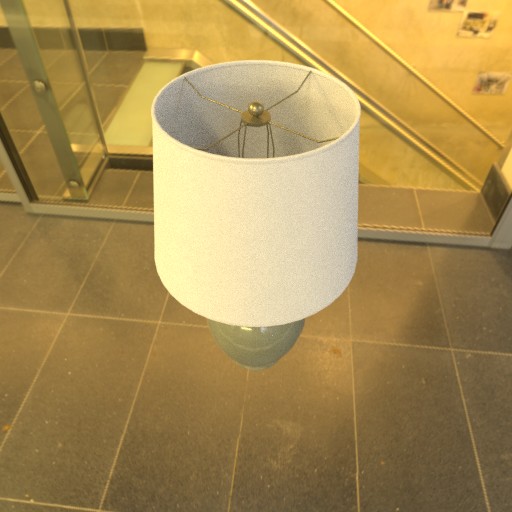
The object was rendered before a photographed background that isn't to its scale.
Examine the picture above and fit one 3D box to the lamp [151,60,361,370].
[{"bbox_3d":[0.000,0.000,0.544,0.239,0.399,0.239,0,46,0],"label":"lamp"}]
